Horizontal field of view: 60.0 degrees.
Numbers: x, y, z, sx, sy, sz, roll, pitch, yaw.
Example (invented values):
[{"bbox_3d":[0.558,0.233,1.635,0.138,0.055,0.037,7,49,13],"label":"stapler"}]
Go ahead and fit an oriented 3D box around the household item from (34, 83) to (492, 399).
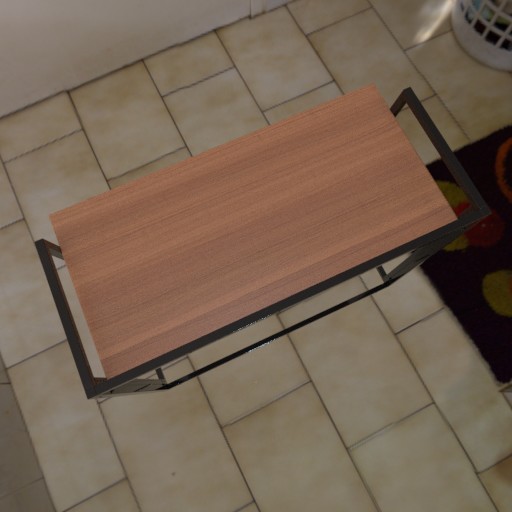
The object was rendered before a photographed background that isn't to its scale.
[{"bbox_3d":[0.000,0.000,1.506,1.050,0.860,0.510,-24,75,-7],"label":"household item"}]
